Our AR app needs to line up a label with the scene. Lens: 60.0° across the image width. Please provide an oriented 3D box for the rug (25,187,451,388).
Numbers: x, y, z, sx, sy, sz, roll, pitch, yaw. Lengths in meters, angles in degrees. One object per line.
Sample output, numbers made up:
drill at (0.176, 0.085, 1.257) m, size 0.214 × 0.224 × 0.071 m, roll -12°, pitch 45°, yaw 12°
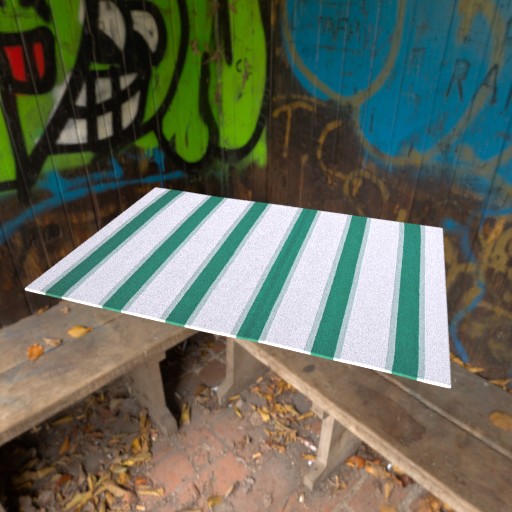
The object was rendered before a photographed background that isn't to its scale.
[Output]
rug at (0.000, 0.000, 2.268) m, size 1.829 × 0.012 × 1.210 m, roll 10°, pitch 34°, yaw 15°
